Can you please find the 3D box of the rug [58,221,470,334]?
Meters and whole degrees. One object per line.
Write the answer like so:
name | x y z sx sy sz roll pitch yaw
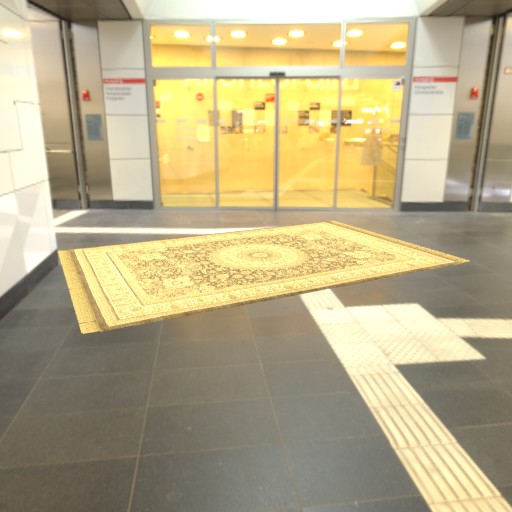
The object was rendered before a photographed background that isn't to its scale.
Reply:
rug | 0.000 0.000 4.315 3.422 0.015 2.143 -8 18 -26
